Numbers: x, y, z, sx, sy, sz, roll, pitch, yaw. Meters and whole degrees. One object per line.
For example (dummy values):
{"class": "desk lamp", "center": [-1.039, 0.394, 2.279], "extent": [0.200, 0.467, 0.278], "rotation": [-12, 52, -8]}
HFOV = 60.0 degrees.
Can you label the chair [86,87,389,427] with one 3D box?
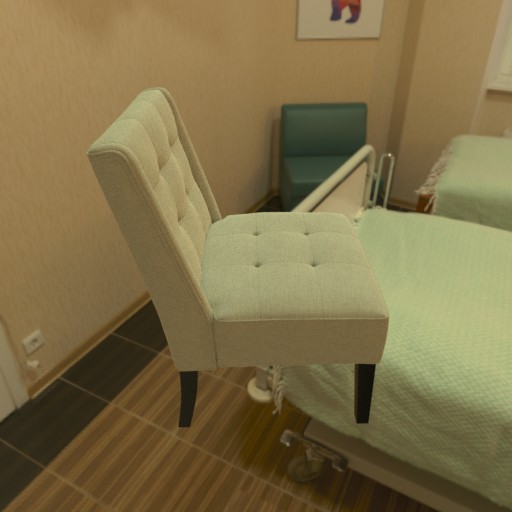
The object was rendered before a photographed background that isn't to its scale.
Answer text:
{"class": "chair", "center": [0.000, 0.000, 1.306], "extent": [0.676, 0.853, 0.569], "rotation": [-1, 32, -1]}
